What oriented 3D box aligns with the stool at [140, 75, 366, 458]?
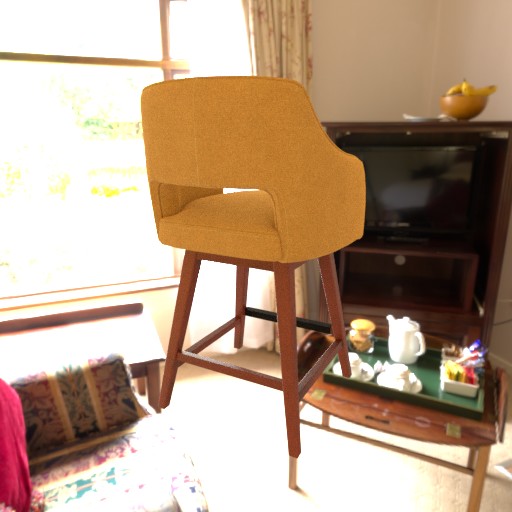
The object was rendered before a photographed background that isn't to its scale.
[{"bbox_3d":[0.000,0.000,1.292,0.548,0.924,0.558,8,18,28],"label":"stool"}]
